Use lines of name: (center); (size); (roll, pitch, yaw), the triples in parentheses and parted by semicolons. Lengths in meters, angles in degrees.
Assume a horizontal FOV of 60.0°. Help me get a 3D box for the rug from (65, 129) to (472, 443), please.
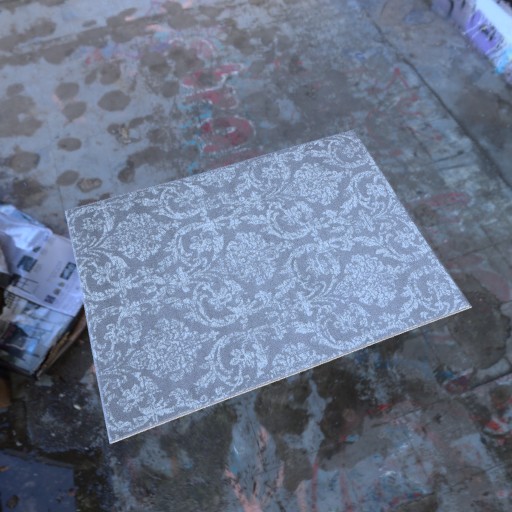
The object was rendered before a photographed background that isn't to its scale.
rug: (0.000, 0.000, 2.860); (2.206, 0.014, 1.578); (-18, 62, -10)
